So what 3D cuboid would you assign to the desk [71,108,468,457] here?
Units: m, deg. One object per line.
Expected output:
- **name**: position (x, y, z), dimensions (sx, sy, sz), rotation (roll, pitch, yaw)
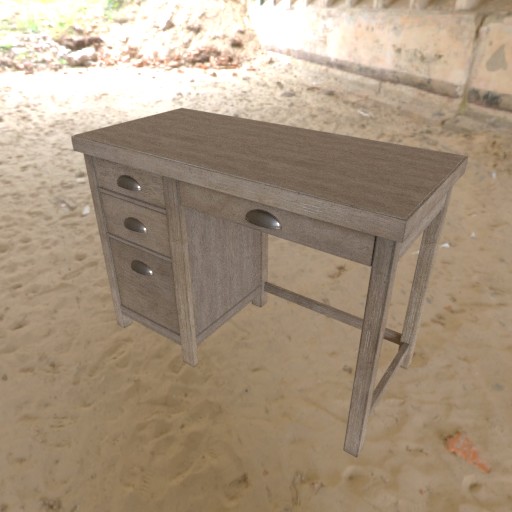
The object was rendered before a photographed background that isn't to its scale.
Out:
- **desk**: position (0.000, 0.000, 1.797), dimensions (1.289, 0.912, 0.610), rotation (20, 36, 30)
